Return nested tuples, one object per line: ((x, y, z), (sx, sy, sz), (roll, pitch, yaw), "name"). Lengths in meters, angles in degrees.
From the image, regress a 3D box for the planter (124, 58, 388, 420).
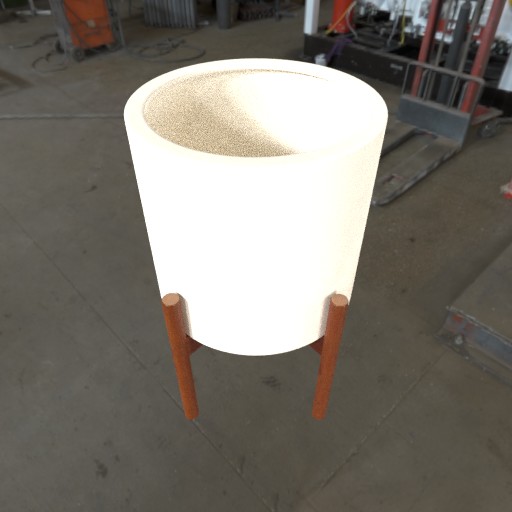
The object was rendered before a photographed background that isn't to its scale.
((0.000, 0.000, 0.939), (0.417, 0.670, 0.417), (1, 42, 1), "planter")
